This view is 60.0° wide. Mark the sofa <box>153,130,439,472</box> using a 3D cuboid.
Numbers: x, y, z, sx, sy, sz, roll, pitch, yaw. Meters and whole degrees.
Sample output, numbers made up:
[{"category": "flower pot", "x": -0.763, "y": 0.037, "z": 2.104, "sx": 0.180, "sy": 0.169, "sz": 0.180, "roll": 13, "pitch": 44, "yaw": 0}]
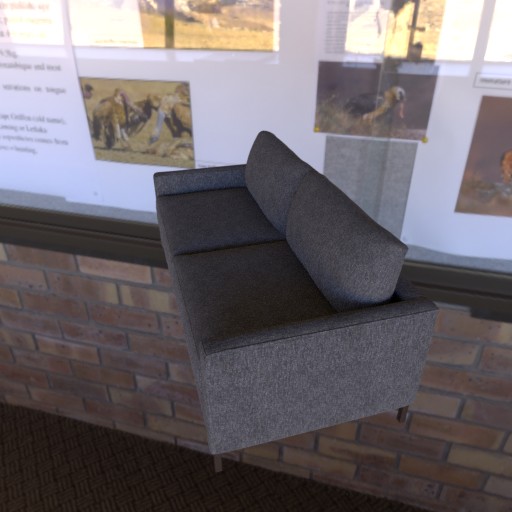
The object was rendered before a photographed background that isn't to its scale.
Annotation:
[{"category": "sofa", "x": 0.000, "y": 0.000, "z": 2.240, "sx": 0.866, "sy": 0.862, "sz": 1.716, "roll": -9, "pitch": 32, "yaw": -14}]
